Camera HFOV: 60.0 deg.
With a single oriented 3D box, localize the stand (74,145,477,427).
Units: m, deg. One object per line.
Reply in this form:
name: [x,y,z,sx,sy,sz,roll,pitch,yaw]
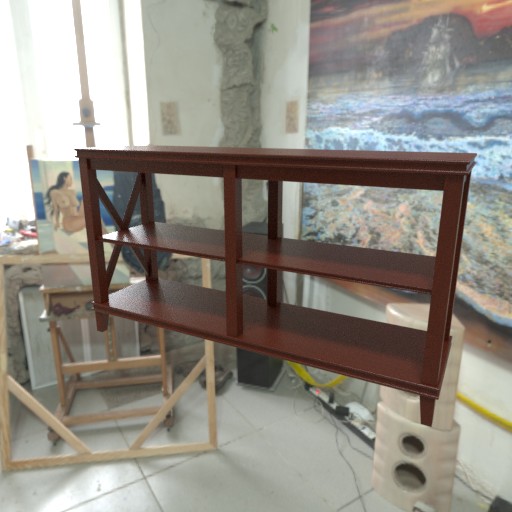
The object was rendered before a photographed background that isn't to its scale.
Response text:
stand: [0.000,0.000,1.645,1.372,0.762,0.381,8,18,27]
